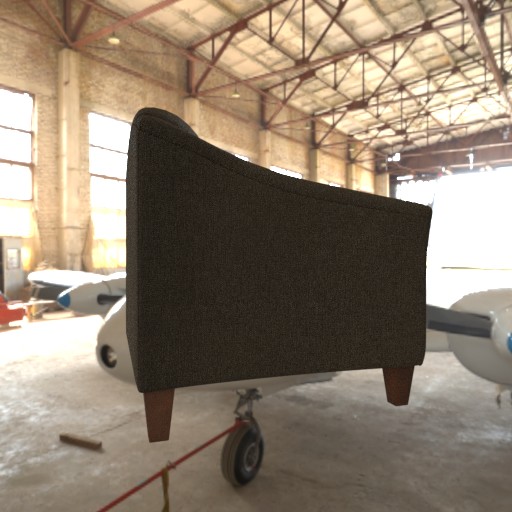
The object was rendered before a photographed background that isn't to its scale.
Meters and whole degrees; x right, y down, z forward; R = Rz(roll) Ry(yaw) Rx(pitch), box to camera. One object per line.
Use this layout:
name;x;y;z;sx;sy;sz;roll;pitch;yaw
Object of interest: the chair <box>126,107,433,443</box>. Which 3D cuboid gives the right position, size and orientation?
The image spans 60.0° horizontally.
chair;0.000;0.000;1.429;0.787;0.839;0.763;0;0;-18
